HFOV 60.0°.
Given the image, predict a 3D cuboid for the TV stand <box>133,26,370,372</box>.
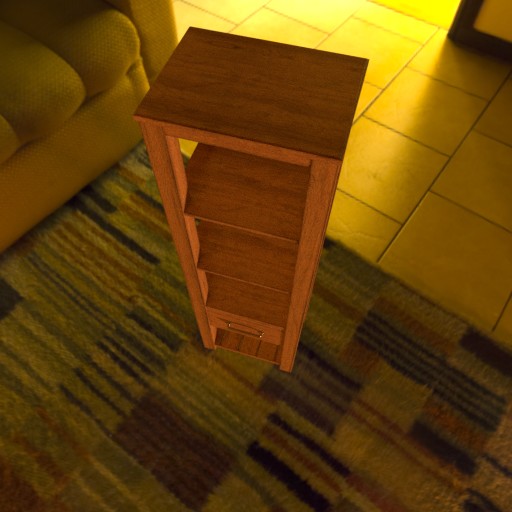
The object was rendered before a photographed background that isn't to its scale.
[{"bbox_3d":[0.000,0.000,2.014,0.565,1.828,0.435,14,60,9],"label":"TV stand"}]
